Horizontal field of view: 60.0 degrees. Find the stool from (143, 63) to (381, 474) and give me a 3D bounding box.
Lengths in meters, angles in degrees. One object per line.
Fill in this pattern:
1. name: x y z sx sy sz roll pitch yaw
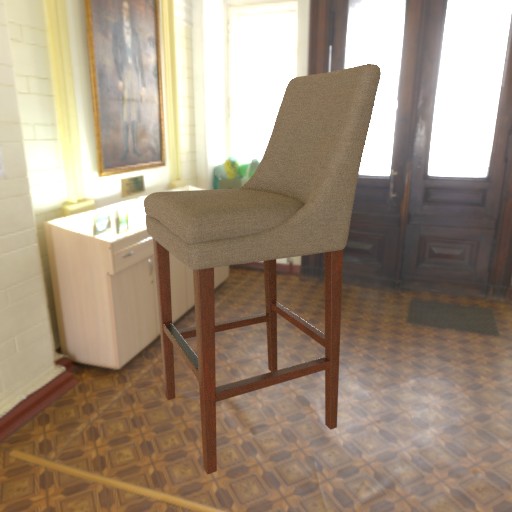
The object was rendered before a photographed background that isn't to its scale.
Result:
1. stool: 0.000 0.000 1.359 0.577 1.078 0.470 -8 18 -26
